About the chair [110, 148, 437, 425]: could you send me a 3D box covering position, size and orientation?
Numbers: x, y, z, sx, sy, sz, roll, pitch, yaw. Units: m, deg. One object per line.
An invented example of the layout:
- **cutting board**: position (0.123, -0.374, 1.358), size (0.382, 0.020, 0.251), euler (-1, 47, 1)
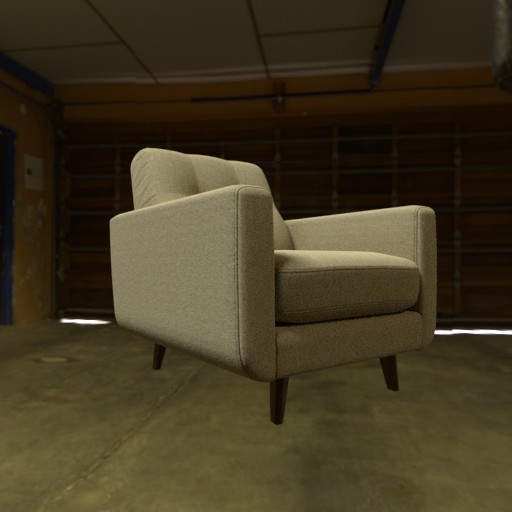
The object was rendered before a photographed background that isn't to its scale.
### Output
- **chair**: position (0.000, 0.000, 1.802), size (0.897, 0.965, 1.128), euler (0, -1, -36)
